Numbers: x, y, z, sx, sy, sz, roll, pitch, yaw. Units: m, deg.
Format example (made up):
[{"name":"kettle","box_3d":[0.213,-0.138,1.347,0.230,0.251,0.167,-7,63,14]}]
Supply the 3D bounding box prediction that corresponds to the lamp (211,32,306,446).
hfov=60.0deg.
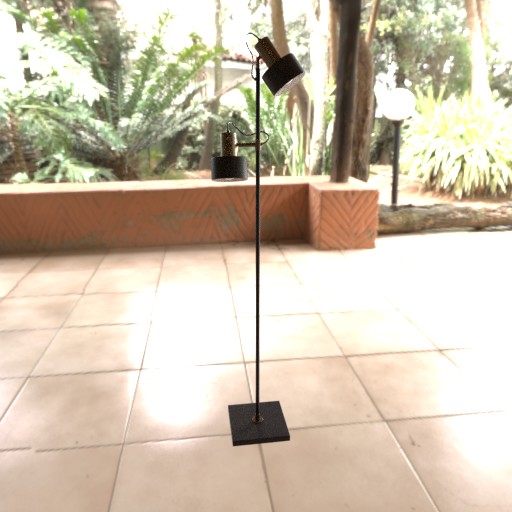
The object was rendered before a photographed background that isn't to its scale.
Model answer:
[{"name":"lamp","box_3d":[0.000,0.000,1.652,0.315,1.505,0.233,-2,18,-8]}]
